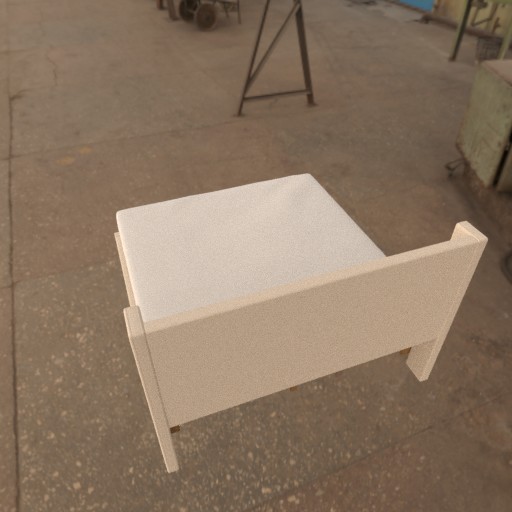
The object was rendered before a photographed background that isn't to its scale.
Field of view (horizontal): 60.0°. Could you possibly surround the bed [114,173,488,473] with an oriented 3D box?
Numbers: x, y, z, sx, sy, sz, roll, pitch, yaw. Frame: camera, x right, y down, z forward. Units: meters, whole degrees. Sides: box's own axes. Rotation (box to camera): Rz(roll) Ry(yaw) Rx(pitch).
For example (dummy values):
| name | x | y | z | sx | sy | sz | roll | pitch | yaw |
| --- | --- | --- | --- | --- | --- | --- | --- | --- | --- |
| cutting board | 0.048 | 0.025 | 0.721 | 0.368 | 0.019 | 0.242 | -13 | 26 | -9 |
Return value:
| name | x | y | z | sx | sy | sz | roll | pitch | yaw |
| --- | --- | --- | --- | --- | --- | --- | --- | --- | --- |
| bed | 0.000 | 0.000 | 3.657 | 2.145 | 1.471 | 2.293 | -14 | 42 | -15 |
